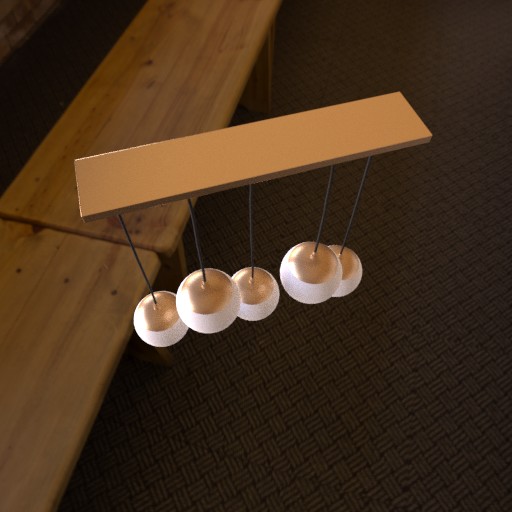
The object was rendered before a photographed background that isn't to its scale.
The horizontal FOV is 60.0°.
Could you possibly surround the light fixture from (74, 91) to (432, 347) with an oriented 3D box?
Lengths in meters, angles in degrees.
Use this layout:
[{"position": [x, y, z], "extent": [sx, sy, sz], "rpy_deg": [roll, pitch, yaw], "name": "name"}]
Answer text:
[{"position": [0.000, 0.000, 1.323], "extent": [0.863, 0.869, 0.299], "rpy_deg": [-15, 59, -9], "name": "light fixture"}]
